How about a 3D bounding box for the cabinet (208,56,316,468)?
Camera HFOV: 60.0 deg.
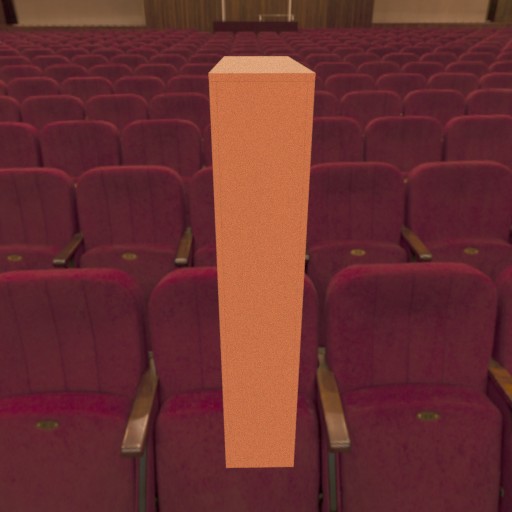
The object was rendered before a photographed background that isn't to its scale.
[{"bbox_3d":[0.000,0.000,1.598,0.250,1.280,0.750,0,27,-1],"label":"cabinet"}]
